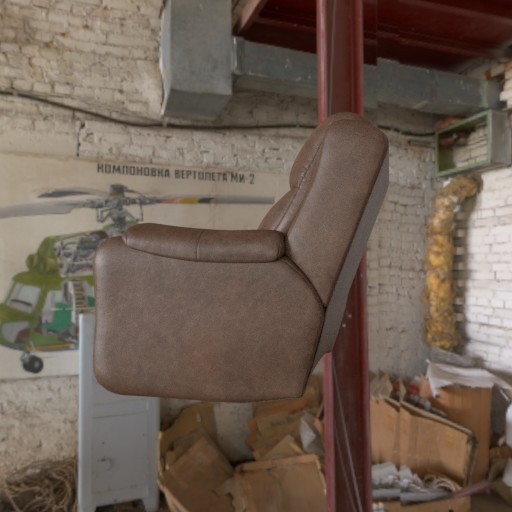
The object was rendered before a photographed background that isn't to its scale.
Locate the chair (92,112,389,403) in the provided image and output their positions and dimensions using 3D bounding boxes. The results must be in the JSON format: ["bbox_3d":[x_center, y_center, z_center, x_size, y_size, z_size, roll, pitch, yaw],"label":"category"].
[{"bbox_3d":[0.000,0.000,1.852,1.067,0.990,0.940,0,-1,17],"label":"chair"}]
